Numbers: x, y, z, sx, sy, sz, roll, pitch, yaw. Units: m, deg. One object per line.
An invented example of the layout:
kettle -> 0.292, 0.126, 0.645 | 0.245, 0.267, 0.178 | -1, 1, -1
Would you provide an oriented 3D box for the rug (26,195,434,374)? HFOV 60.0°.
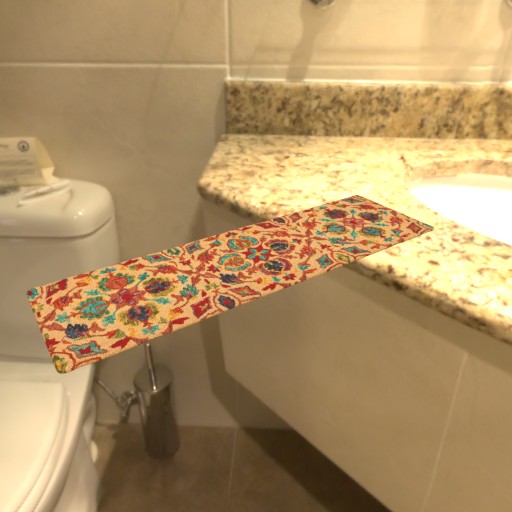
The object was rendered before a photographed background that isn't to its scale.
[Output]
rug -> 0.000, 0.000, 2.482 | 2.273, 0.016, 0.693 | -18, 34, -29
